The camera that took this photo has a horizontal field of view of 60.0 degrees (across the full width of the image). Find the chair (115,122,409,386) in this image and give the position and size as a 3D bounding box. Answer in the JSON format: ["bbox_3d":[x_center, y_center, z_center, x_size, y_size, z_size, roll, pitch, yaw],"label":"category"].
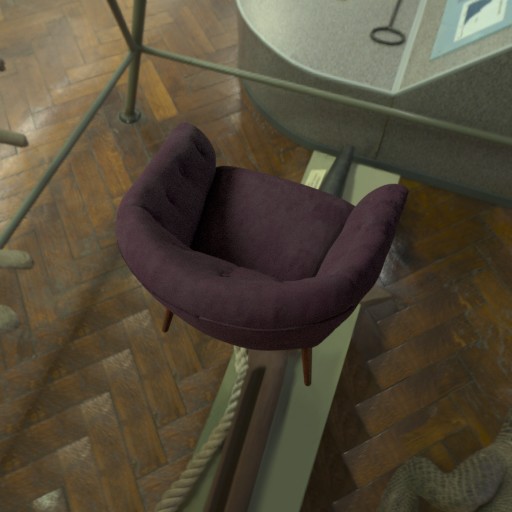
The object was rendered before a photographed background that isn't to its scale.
[{"bbox_3d":[0.000,0.000,1.563,0.851,0.885,0.776,18,64,9],"label":"chair"}]
